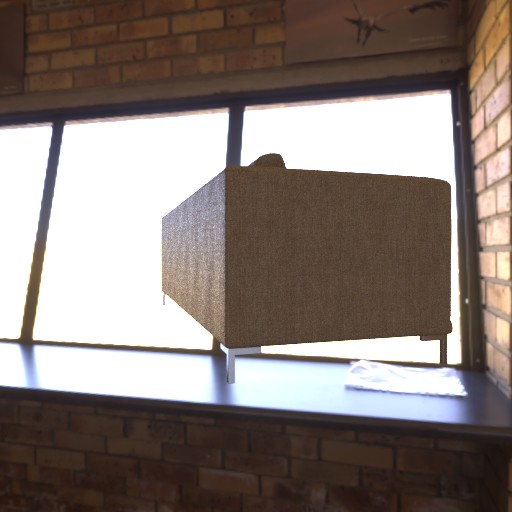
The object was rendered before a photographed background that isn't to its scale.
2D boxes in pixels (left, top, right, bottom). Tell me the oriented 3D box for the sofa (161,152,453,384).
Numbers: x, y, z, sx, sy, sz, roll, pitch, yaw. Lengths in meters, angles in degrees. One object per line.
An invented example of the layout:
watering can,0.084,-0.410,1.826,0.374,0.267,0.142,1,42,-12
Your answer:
sofa,0.000,0.000,2.815,0.969,0.867,2.415,0,1,-17
